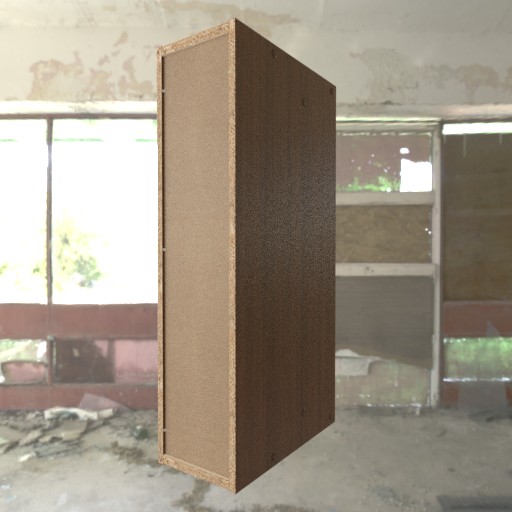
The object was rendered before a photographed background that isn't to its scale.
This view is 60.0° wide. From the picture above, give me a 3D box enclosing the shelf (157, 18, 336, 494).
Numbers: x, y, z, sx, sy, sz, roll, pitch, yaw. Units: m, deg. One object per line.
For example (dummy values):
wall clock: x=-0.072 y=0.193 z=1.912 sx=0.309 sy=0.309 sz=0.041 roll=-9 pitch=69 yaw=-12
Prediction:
shelf: x=0.000 y=0.000 z=0.717 sx=0.147 sy=0.600 sz=0.290 roll=1 pitch=1 yaw=36
